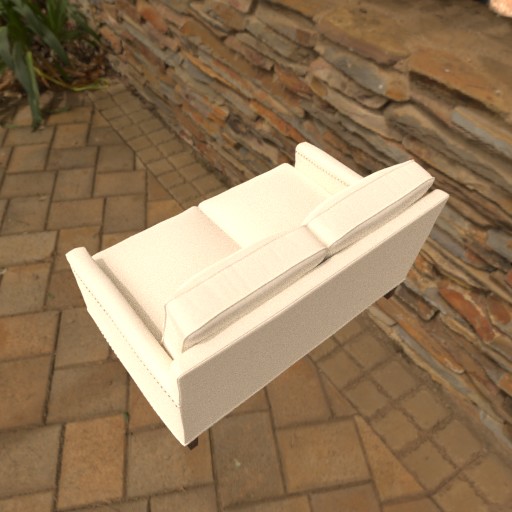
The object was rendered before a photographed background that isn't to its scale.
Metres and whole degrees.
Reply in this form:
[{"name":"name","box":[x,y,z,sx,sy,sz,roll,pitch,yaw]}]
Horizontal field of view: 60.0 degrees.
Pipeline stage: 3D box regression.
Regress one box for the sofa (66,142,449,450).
[{"name":"sofa","box":[0.000,0.000,2.292,1.597,1.003,1.084,-30,54,-26]}]
